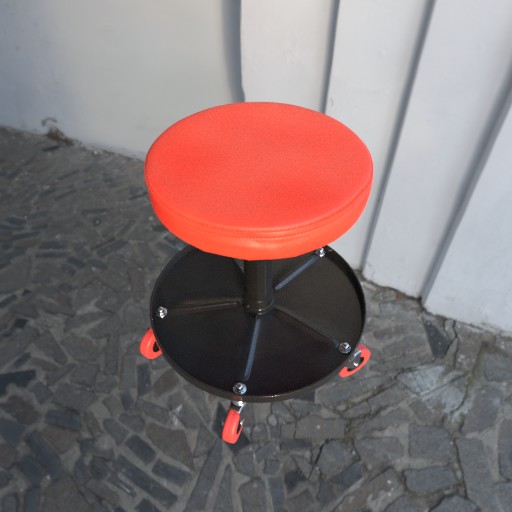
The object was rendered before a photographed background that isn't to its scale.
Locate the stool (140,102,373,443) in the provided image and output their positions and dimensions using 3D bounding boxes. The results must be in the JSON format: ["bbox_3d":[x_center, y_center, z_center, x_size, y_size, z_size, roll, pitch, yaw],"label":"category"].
[{"bbox_3d":[0.000,0.000,0.663,0.382,0.365,0.381,32,54,27],"label":"stool"}]
